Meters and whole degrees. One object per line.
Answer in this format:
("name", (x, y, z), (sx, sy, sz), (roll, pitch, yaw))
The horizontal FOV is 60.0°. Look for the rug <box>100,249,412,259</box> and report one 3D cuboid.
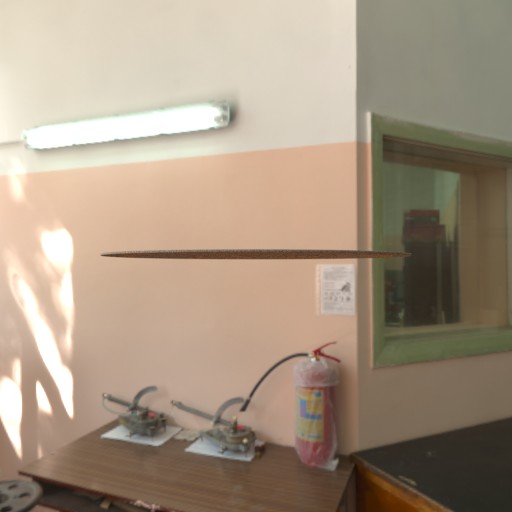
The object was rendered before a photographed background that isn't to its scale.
("rug", (0.000, 0.000, 2.408), (1.598, 0.010, 1.598), (0, -1, 0))
